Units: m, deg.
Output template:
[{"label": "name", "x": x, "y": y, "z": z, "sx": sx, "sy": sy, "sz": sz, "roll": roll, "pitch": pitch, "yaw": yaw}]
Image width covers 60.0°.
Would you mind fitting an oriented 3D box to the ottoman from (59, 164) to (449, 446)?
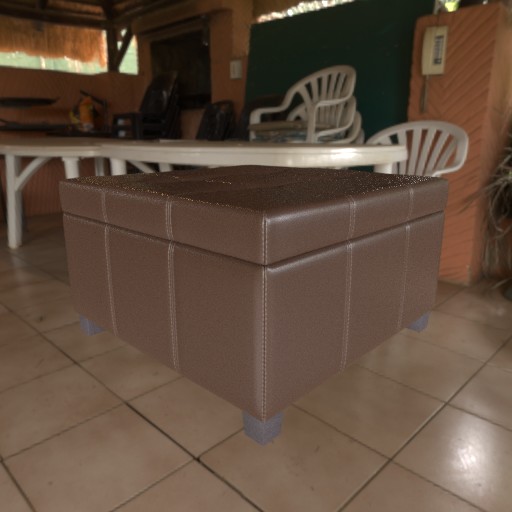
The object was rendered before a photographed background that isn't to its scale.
[{"label": "ottoman", "x": 0.000, "y": 0.000, "z": 1.289, "sx": 0.787, "sy": 0.460, "sz": 0.788, "roll": 14, "pitch": 21, "yaw": 42}]
